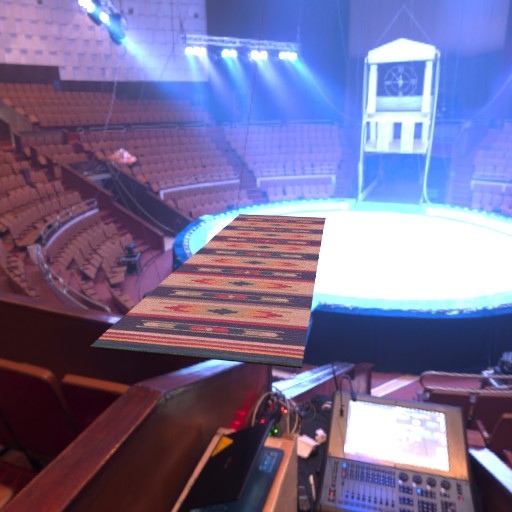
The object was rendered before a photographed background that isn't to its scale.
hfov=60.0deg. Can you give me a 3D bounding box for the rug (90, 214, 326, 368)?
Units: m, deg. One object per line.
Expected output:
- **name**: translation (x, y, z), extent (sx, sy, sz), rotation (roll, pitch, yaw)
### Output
- **rug**: translation (0.000, 0.000, 2.665), extent (0.760, 0.009, 2.440), rotation (3, 17, 10)
